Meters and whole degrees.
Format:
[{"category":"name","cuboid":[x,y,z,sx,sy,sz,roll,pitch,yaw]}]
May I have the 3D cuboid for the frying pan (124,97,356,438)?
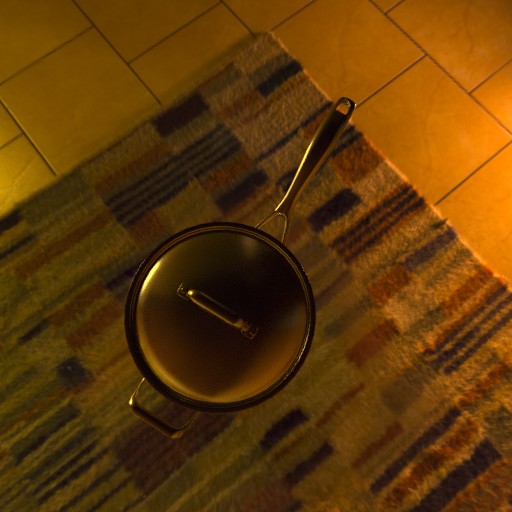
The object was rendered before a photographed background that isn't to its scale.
[{"category":"frying pan","cuboid":[0.000,0.000,0.674,0.280,0.114,0.561,30,78,7]}]
